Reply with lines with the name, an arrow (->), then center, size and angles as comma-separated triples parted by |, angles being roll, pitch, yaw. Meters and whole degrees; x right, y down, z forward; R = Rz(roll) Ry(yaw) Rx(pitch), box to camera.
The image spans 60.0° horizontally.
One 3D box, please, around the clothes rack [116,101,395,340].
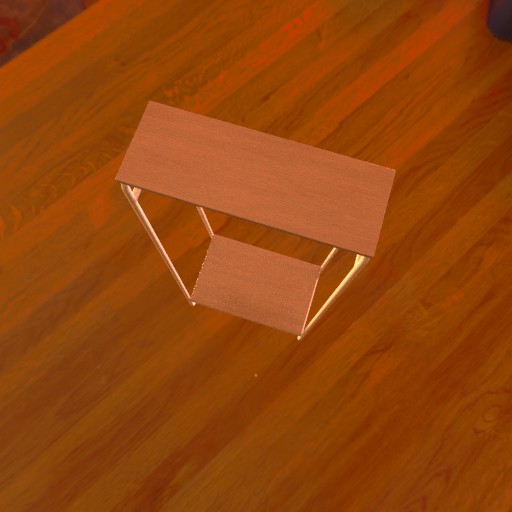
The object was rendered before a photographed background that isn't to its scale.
clothes rack -> 0.000, 0.000, 1.799 | 0.640, 1.512, 0.400 | 17, 76, 5
